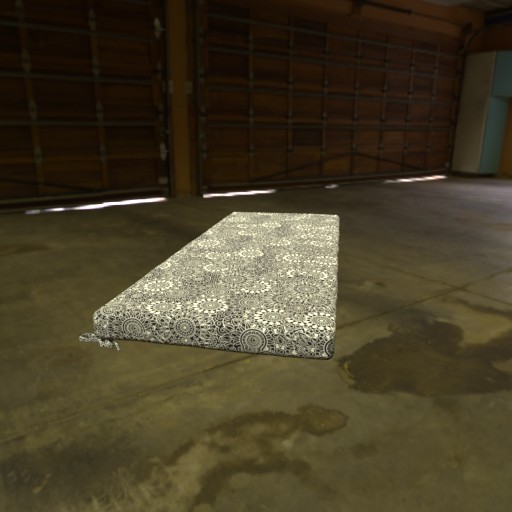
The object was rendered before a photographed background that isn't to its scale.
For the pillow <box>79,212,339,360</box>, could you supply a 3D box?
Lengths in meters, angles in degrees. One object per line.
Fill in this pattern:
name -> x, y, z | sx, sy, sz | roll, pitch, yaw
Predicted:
pillow -> 0.000, 0.000, 1.342 | 0.492, 0.081, 1.187 | 3, 16, 10
